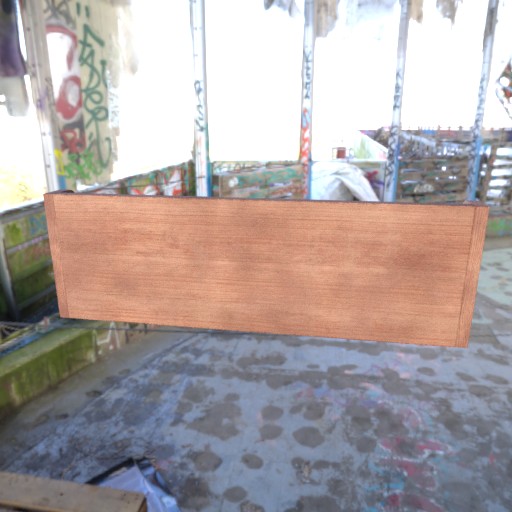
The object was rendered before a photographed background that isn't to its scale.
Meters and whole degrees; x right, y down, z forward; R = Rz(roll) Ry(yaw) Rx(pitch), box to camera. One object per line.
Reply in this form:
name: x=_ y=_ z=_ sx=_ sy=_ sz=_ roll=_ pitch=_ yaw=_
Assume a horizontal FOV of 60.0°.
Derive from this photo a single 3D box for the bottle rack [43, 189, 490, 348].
bottle rack: x=0.000 y=0.000 z=0.685 sx=0.608 sy=0.196 sz=0.126 roll=3 pitch=17 yaw=9
